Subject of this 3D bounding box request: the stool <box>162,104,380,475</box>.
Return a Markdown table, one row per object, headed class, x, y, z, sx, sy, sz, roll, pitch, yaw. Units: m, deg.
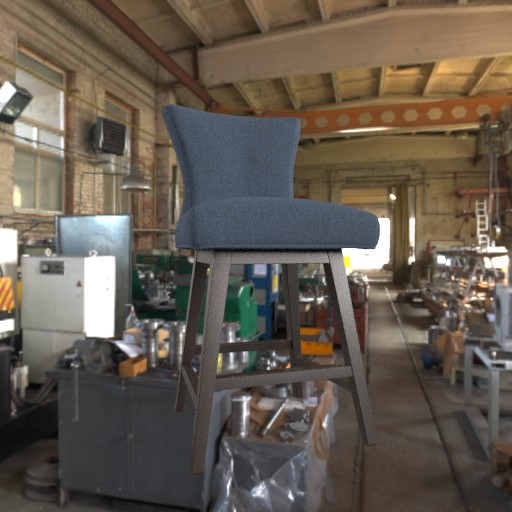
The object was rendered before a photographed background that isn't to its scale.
| class | x | y | z | sx | sy | sz | roll | pitch | yaw |
| --- | --- | --- | --- | --- | --- | --- | --- | --- | --- |
| stool | 0.000 | 0.000 | 1.343 | 0.514 | 1.000 | 0.574 | 0 | 1 | -19 |
